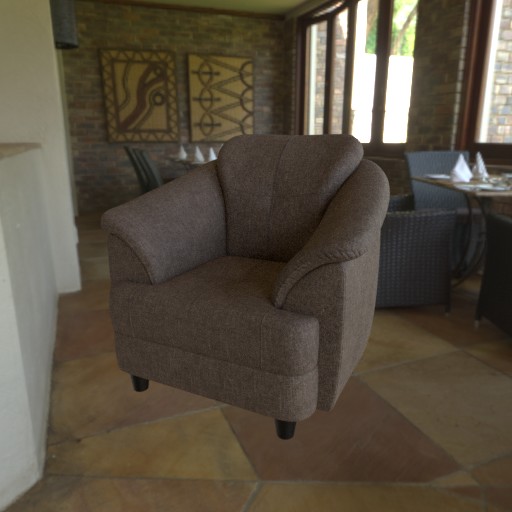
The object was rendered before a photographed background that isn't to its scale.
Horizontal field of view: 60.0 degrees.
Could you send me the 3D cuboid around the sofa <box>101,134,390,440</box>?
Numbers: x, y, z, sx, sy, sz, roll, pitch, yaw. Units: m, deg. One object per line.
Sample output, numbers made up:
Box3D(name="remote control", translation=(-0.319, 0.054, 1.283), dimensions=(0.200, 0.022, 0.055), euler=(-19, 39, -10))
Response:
Box3D(name="sofa", translation=(0.000, 0.000, 1.524), dimensions=(0.870, 0.811, 0.794), euler=(8, 17, 26))
